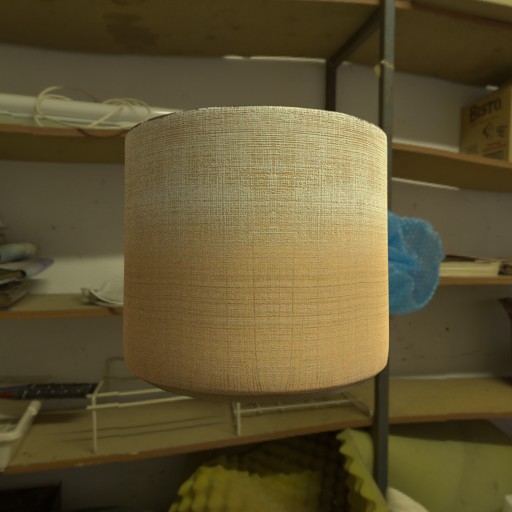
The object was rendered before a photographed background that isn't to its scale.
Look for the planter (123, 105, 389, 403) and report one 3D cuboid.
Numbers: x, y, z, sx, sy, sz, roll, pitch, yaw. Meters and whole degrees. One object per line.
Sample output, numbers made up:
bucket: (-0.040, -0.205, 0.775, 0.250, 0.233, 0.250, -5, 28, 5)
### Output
planter: (0.000, 0.000, 0.441, 0.254, 0.221, 0.254, 0, 1, 0)
